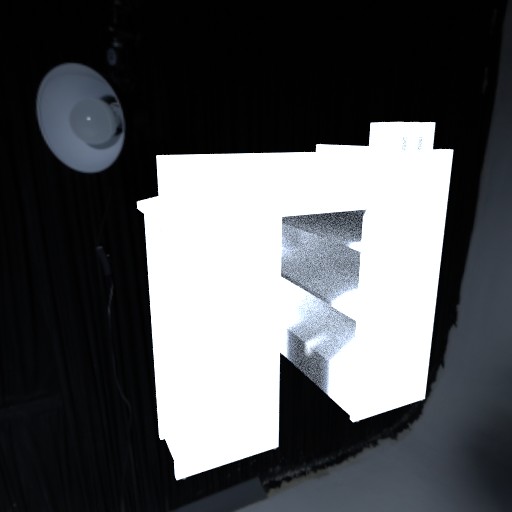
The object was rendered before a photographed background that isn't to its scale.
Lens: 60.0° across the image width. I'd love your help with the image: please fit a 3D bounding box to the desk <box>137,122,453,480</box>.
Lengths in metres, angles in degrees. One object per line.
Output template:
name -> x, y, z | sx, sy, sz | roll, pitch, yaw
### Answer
desk -> 0.000, 0.000, 1.731 | 0.940, 0.986, 0.940 | -7, 17, -24
